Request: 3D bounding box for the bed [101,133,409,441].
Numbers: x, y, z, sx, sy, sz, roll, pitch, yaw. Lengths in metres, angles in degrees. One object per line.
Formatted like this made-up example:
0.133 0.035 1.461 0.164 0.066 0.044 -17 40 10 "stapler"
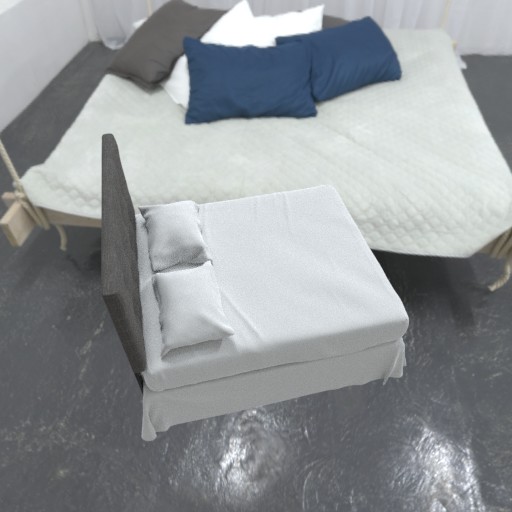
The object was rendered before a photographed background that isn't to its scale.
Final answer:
0.000 0.000 3.587 2.222 1.577 1.936 -10 48 -9 "bed"
